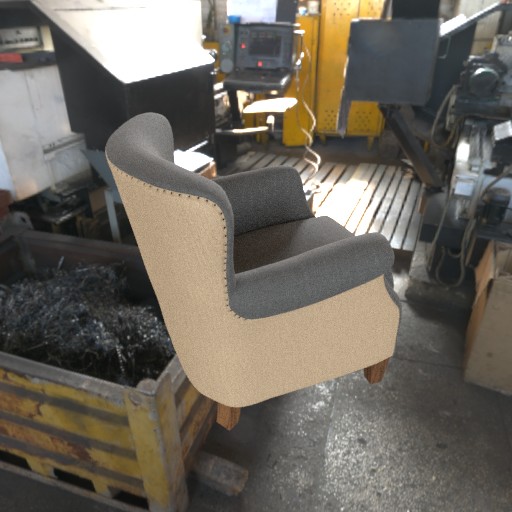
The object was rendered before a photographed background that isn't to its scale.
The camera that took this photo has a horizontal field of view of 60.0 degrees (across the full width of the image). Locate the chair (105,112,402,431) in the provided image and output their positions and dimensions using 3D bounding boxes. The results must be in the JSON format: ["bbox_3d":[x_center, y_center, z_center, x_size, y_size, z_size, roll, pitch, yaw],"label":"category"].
[{"bbox_3d":[0.000,0.000,1.634,0.921,0.936,0.861,-10,32,-17],"label":"chair"}]
